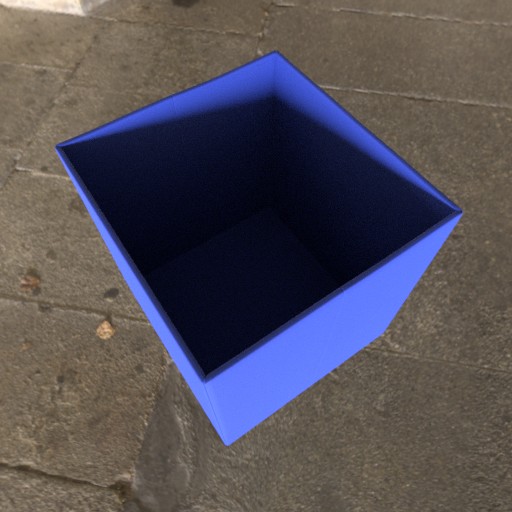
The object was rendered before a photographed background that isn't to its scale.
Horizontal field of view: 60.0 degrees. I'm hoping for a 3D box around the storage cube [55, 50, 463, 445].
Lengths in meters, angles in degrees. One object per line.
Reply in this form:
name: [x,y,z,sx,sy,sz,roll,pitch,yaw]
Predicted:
storage cube: [0.000,0.000,0.506,0.270,0.280,0.270,-31,64,-17]
